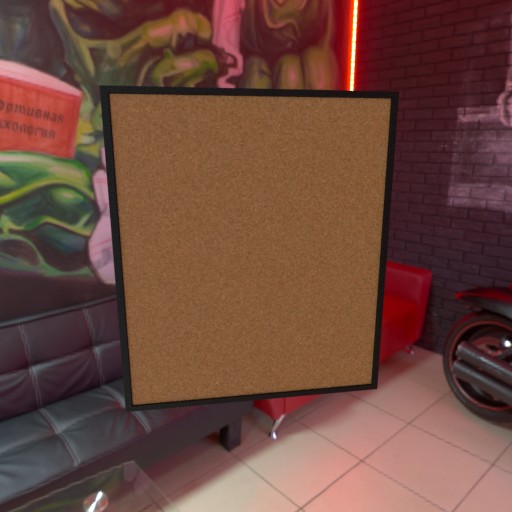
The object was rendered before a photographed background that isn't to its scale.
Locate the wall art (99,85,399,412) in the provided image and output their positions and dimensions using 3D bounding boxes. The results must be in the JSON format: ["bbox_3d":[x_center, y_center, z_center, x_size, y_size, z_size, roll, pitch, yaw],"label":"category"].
[{"bbox_3d":[0.000,0.000,0.538,0.330,0.381,0.019,-2,14,-9],"label":"wall art"}]
